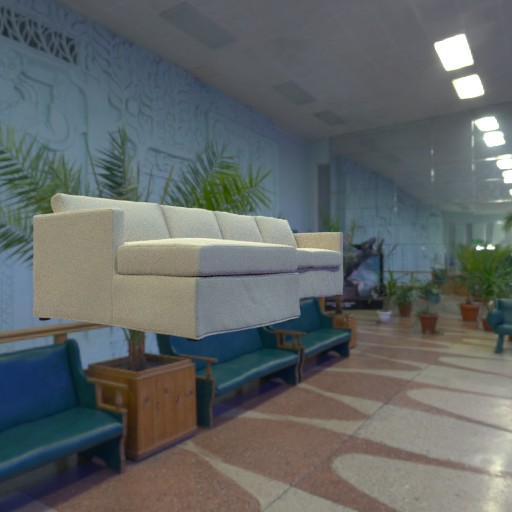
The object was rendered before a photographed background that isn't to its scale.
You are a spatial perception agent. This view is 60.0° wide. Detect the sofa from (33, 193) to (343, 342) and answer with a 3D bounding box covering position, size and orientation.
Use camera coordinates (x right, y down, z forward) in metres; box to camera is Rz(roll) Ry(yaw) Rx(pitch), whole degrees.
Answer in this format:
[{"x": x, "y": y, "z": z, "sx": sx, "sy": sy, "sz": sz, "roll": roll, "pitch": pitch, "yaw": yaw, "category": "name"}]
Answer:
[{"x": 0.000, "y": 0.000, "z": 3.929, "sx": 1.650, "sy": 0.922, "sz": 3.205, "roll": 0, "pitch": 0, "yaw": 36, "category": "sofa"}]
